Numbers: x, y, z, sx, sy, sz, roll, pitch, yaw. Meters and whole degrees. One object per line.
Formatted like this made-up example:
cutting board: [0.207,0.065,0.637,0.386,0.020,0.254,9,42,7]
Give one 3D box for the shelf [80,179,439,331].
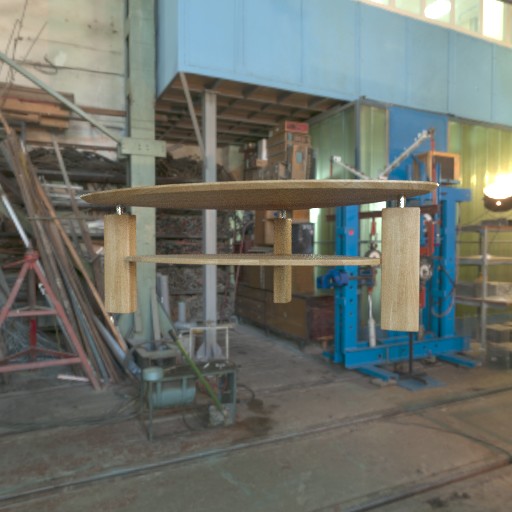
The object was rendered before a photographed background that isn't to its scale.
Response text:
shelf: [0.000,0.000,1.656,1.240,0.439,0.863,1,2,19]
